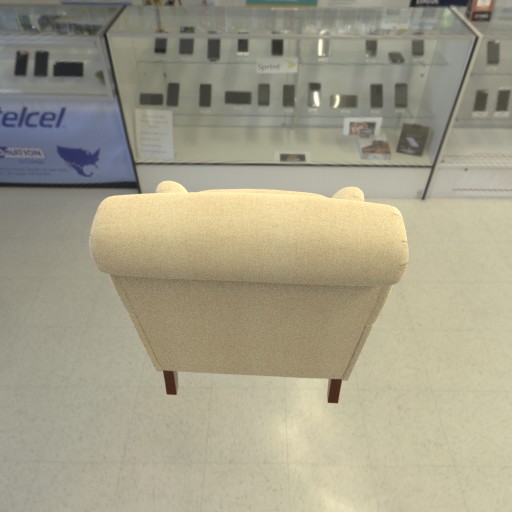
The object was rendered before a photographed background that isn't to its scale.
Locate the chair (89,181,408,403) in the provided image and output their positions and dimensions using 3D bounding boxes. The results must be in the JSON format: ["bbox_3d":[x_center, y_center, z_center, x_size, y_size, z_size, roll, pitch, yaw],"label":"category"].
[{"bbox_3d":[0.000,0.000,1.562,0.766,0.944,0.842,2,44,2],"label":"chair"}]
